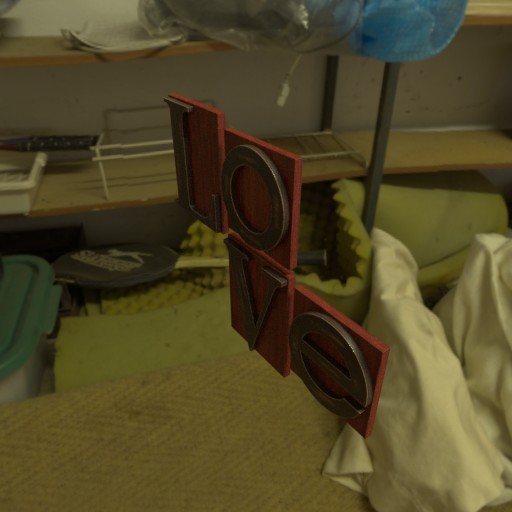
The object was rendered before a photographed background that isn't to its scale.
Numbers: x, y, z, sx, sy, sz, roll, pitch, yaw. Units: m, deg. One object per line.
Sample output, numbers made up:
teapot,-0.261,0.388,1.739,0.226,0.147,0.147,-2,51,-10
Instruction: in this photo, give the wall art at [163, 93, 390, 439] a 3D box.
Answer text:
wall art,0.000,0.000,0.862,0.030,0.497,0.635,-21,38,-30
